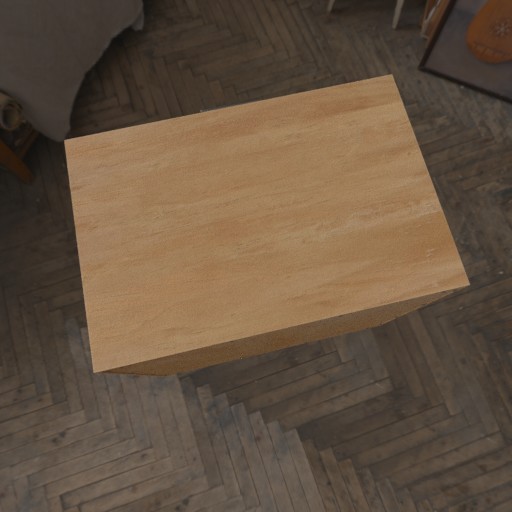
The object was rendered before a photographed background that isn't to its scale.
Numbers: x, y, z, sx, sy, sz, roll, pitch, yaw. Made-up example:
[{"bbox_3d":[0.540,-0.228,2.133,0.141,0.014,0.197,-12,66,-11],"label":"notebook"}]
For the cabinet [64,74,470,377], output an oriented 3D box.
[{"bbox_3d":[0.000,0.000,0.970,0.551,0.599,0.394,-13,75,-4],"label":"cabinet"}]
